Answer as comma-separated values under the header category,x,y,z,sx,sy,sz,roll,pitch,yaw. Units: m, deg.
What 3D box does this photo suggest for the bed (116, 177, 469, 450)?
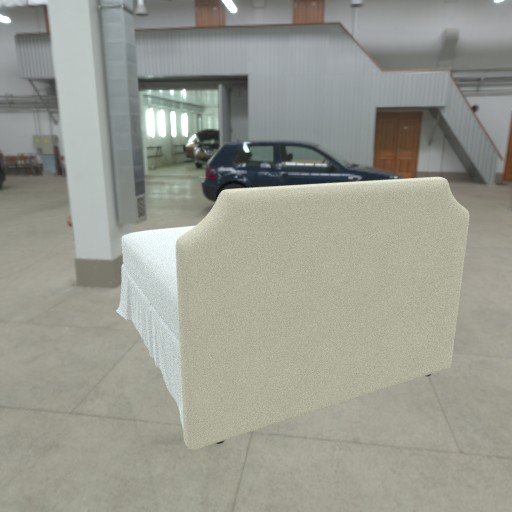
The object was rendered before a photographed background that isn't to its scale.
category,x,y,z,sx,sy,sz,roll,pitch,yaw
bed,0.000,0.000,3.334,1.827,1.296,2.209,-8,17,-25
